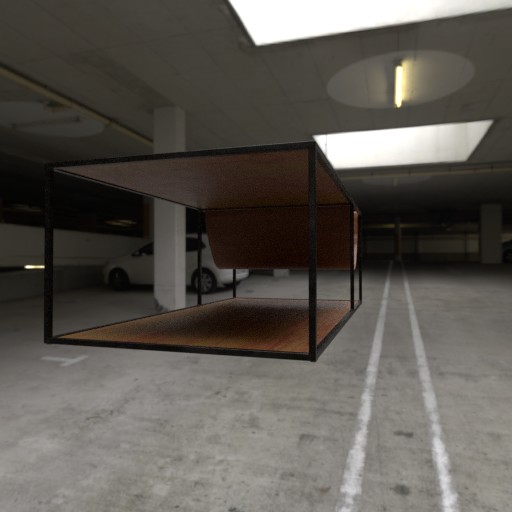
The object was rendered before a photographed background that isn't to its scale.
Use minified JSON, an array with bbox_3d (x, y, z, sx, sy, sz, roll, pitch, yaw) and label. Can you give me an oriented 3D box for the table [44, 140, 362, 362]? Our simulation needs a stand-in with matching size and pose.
[{"bbox_3d":[0.000,0.000,1.454,0.597,0.403,1.199,0,-1,17],"label":"table"}]
